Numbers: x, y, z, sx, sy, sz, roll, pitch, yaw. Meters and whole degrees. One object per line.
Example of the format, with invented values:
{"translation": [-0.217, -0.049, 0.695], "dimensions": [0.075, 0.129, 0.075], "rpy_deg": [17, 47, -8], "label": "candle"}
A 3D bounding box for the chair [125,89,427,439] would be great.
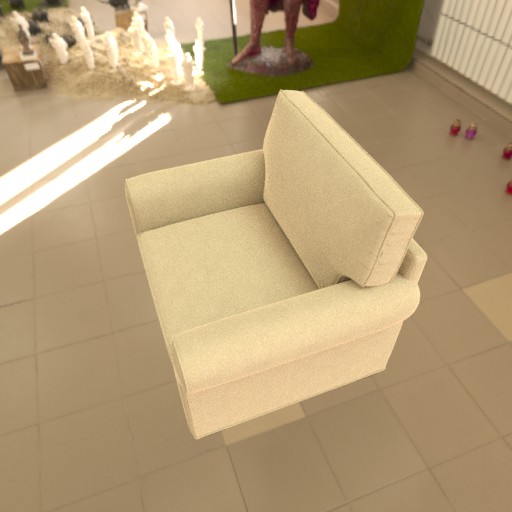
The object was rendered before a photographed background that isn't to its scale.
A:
{"translation": [0.000, 0.000, 1.783], "dimensions": [0.863, 0.955, 1.040], "rpy_deg": [-15, 47, -14], "label": "chair"}
